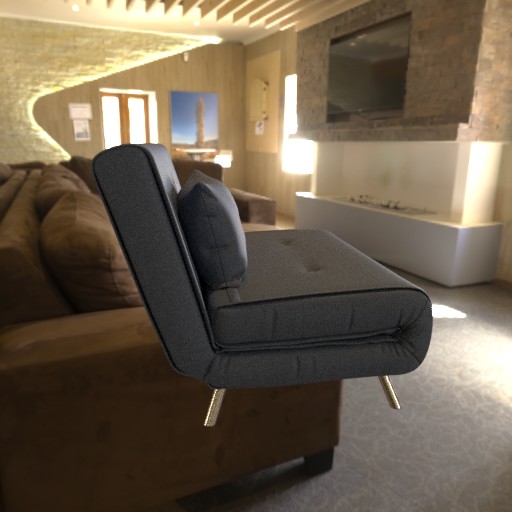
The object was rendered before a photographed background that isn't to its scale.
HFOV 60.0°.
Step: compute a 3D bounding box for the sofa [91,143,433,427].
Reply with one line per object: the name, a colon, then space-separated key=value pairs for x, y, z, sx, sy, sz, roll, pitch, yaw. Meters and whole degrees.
sofa: x=0.000 y=0.000 z=1.742 sx=0.996 sy=0.860 sz=0.999 roll=-2 pitch=14 yaw=-8
